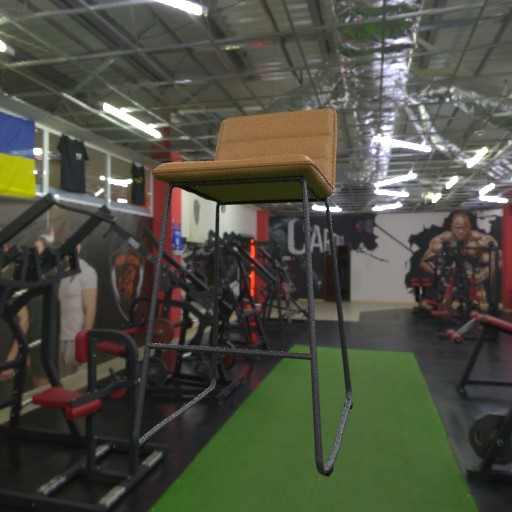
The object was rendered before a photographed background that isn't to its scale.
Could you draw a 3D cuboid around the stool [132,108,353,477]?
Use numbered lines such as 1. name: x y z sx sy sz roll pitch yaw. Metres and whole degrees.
1. stool: 0.000 0.000 1.228 0.489 0.936 0.524 0 0 17
